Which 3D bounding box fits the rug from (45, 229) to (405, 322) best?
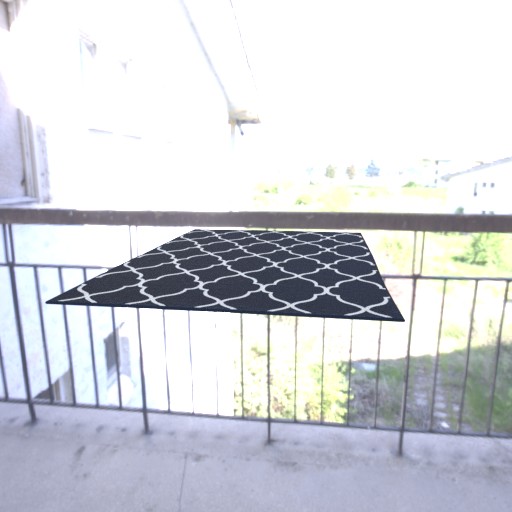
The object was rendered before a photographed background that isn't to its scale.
[{"bbox_3d":[0.000,0.000,2.925,1.526,0.014,2.290,2,12,9],"label":"rug"}]
